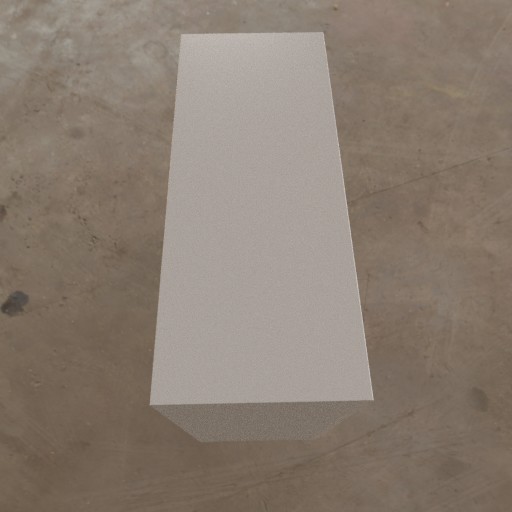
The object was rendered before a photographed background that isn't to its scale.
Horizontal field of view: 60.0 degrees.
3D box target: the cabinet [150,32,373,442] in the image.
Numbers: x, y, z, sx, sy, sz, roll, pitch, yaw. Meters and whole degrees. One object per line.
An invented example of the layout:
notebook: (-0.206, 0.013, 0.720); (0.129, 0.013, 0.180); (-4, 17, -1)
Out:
cabinet: (0.000, 0.000, 1.375); (0.400, 0.800, 1.000); (-1, 63, -1)
